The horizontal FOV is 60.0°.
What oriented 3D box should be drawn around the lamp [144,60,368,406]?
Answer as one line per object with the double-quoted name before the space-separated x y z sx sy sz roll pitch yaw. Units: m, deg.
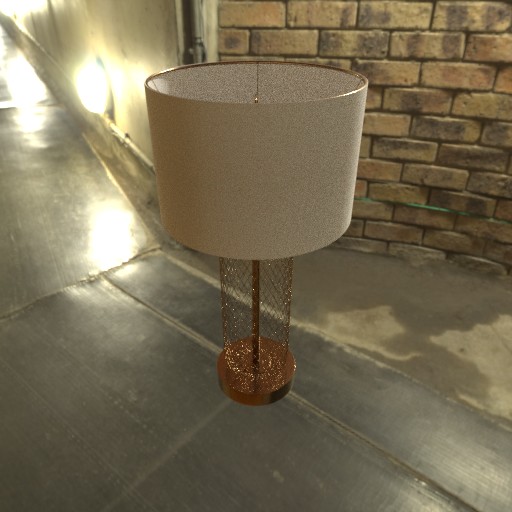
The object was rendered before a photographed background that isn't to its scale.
"lamp" 0.000 0.000 0.636 0.252 0.483 0.252 1 32 1
